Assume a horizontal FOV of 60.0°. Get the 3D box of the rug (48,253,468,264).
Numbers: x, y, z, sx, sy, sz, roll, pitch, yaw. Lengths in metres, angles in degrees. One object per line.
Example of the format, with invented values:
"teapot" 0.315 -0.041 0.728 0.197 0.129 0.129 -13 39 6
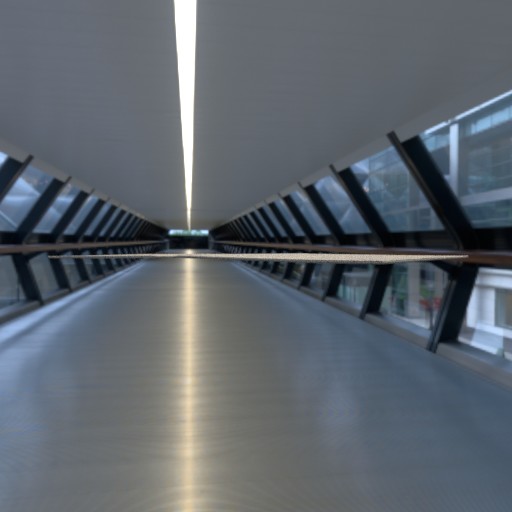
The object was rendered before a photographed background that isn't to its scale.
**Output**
"rug" 0.000 0.000 2.943 2.307 0.030 1.604 1 1 36
